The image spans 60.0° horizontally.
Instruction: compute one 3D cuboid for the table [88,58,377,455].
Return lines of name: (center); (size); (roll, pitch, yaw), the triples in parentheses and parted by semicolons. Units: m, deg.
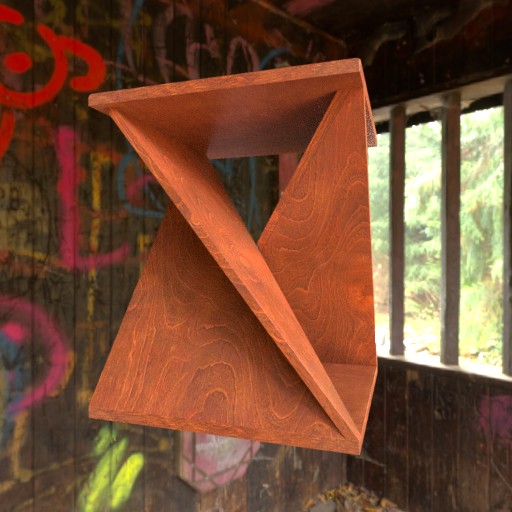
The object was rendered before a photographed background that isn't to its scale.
table: (0.000, 0.000, 0.849); (0.427, 0.520, 0.427); (0, 0, 18)
